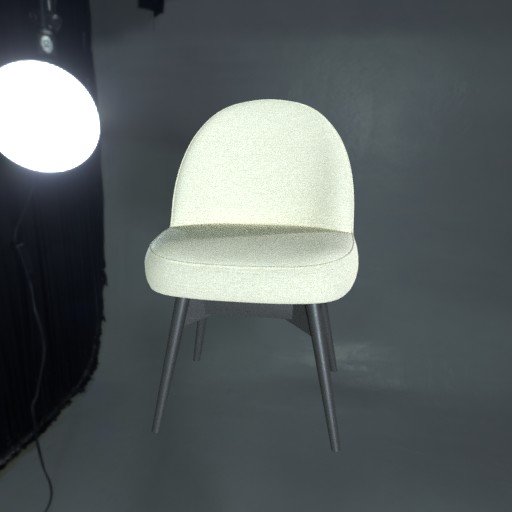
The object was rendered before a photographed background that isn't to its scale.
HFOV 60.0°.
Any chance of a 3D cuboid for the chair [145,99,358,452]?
[{"bbox_3d":[0.000,0.000,1.203,0.532,0.838,0.540,2,16,9],"label":"chair"}]
